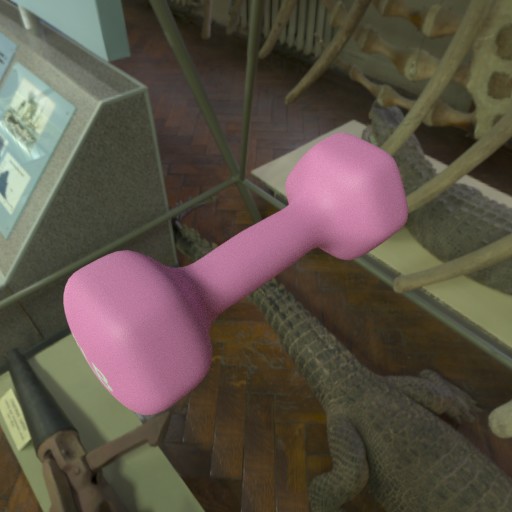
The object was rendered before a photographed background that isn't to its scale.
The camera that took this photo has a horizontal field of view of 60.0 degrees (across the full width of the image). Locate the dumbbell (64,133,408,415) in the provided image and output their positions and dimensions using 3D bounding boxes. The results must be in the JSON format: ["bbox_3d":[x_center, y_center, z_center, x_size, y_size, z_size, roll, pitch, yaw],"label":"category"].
[{"bbox_3d":[0.000,0.000,0.194,0.159,0.058,0.064,-32,53,-28],"label":"dumbbell"}]
